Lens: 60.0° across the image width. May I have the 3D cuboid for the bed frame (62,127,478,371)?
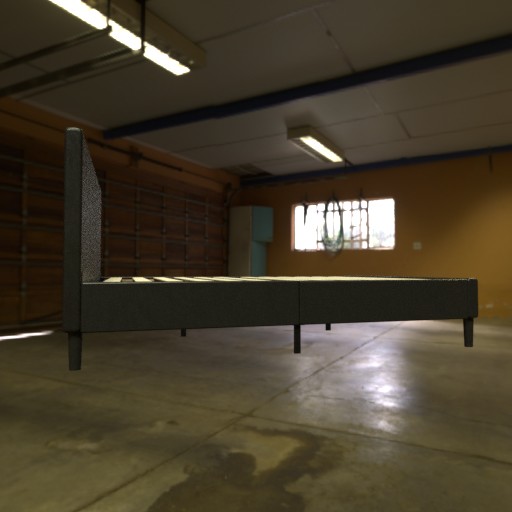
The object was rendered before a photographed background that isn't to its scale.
[{"bbox_3d":[0.000,0.000,3.133,2.318,1.127,1.634,1,-2,-16],"label":"bed frame"}]
